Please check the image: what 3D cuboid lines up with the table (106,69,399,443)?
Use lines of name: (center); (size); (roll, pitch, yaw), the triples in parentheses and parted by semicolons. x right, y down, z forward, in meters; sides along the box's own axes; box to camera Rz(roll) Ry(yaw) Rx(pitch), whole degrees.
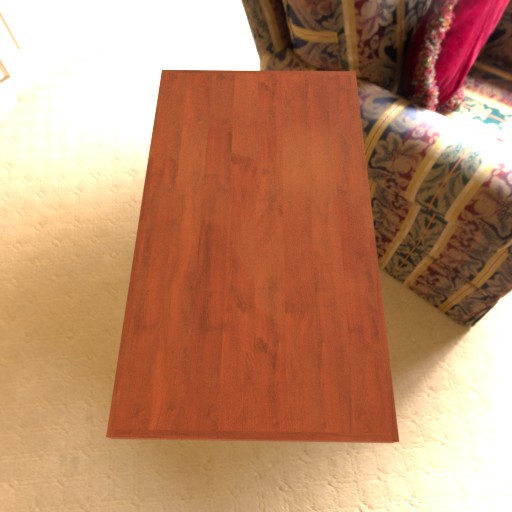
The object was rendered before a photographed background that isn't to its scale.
table: (0.000, 0.000, 1.355); (0.610, 0.457, 1.067); (1, 64, 0)
